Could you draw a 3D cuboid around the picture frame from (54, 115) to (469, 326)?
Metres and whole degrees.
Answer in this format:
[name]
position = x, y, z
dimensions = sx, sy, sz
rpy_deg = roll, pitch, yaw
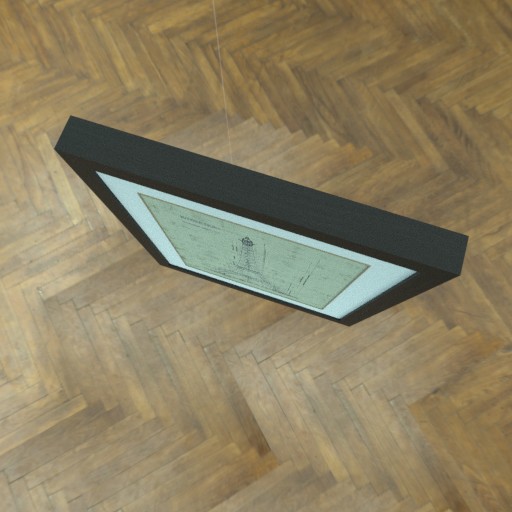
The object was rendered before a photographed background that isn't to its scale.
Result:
[picture frame]
position = 0.000, 0.000, 0.743
dimensions = 0.452, 0.555, 0.044
rpy_deg = 18, 76, 4
